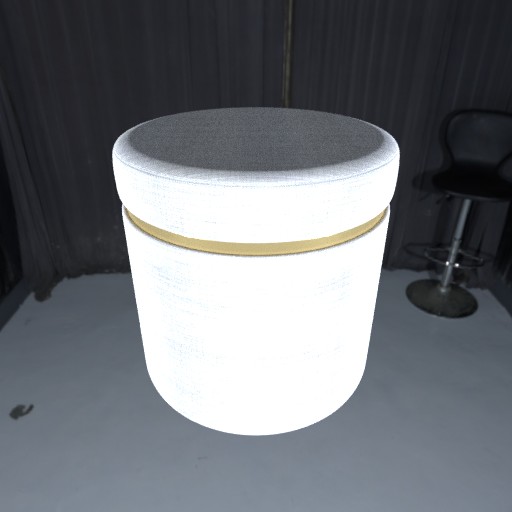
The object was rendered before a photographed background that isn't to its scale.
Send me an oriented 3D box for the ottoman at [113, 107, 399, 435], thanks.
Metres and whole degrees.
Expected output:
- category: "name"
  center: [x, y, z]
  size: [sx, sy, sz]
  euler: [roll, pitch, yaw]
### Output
- category: "ottoman"
  center: [0.000, 0.000, 0.729]
  size: [0.400, 0.406, 0.400]
  euler: [0, 29, 0]
